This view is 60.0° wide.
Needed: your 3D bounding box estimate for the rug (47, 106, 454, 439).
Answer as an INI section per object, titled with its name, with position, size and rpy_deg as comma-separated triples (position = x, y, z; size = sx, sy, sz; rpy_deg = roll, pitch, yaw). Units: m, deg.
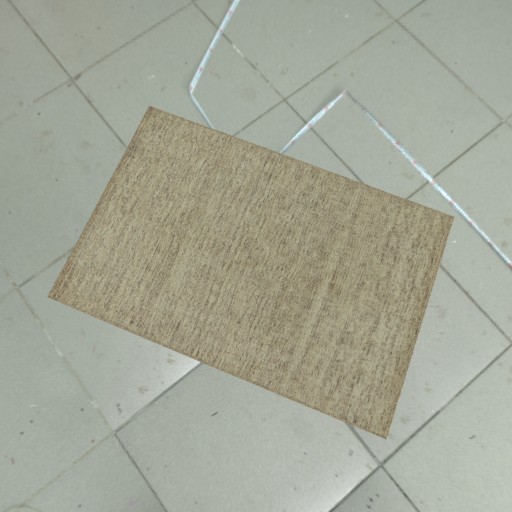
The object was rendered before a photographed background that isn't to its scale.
[rug]
position = 0.000, 0.000, 2.334
size = 1.822, 0.018, 1.211
rpy_deg = 21, 76, 6
